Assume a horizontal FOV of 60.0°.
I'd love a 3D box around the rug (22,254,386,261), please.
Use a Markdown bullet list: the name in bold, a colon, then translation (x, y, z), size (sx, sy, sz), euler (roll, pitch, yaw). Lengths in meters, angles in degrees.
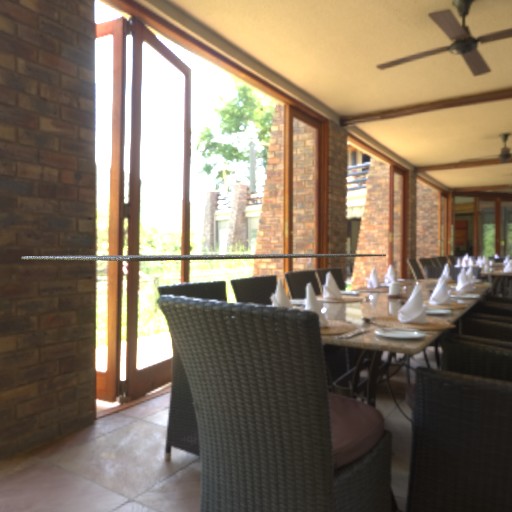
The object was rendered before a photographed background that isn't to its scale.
- **rug**: translation (0.000, 0.000, 2.007), size (0.553, 0.012, 1.827), euler (0, 1, 36)
